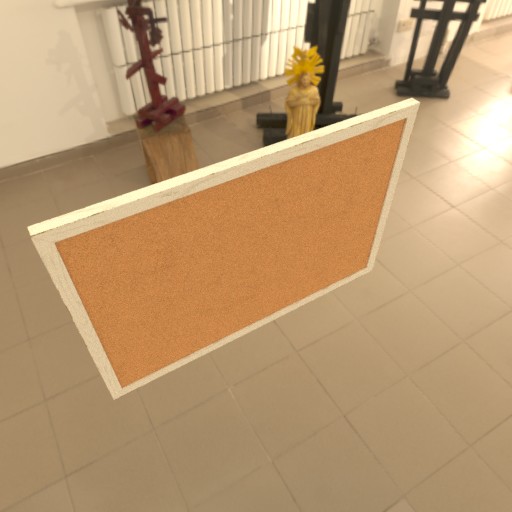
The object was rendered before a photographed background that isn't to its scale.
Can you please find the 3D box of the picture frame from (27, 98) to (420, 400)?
[{"bbox_3d":[0.000,0.000,1.194,0.950,0.640,0.029,-23,51,-21],"label":"picture frame"}]
